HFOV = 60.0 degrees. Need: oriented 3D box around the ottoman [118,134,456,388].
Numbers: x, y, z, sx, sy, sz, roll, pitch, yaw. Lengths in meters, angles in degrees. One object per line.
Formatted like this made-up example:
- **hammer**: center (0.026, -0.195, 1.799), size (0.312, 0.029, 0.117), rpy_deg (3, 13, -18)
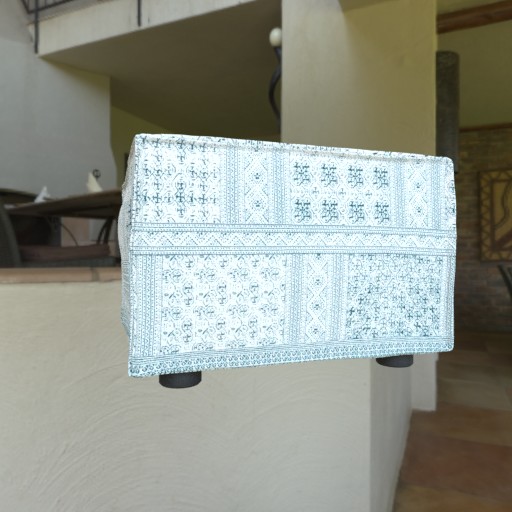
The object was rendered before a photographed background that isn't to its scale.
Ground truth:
- **ottoman**: center (0.000, 0.000, 1.051), size (0.626, 0.439, 0.617), rpy_deg (0, 0, -18)
